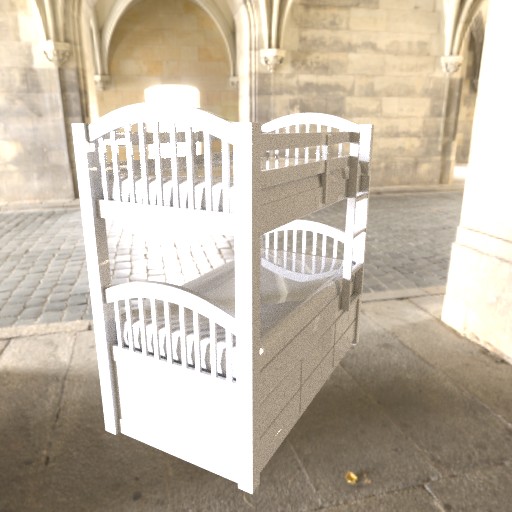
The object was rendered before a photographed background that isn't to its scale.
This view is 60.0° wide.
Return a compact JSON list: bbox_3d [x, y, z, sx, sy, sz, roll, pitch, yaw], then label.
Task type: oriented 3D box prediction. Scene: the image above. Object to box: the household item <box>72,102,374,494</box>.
[{"bbox_3d":[0.000,0.000,3.224,1.143,2.032,2.032,9,18,27],"label":"household item"}]
